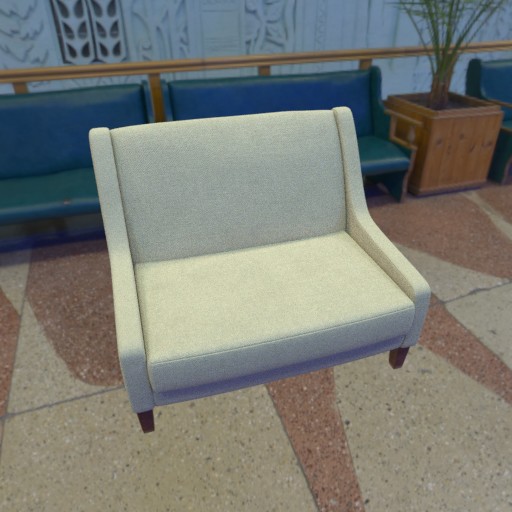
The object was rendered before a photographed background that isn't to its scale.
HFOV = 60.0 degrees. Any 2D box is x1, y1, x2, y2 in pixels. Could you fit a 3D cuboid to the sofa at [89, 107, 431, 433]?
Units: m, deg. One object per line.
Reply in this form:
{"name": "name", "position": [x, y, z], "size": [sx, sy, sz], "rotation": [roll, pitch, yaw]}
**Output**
{"name": "sofa", "position": [0.000, 0.000, 1.921], "size": [1.212, 0.976, 0.946], "rotation": [-10, 34, -14]}
